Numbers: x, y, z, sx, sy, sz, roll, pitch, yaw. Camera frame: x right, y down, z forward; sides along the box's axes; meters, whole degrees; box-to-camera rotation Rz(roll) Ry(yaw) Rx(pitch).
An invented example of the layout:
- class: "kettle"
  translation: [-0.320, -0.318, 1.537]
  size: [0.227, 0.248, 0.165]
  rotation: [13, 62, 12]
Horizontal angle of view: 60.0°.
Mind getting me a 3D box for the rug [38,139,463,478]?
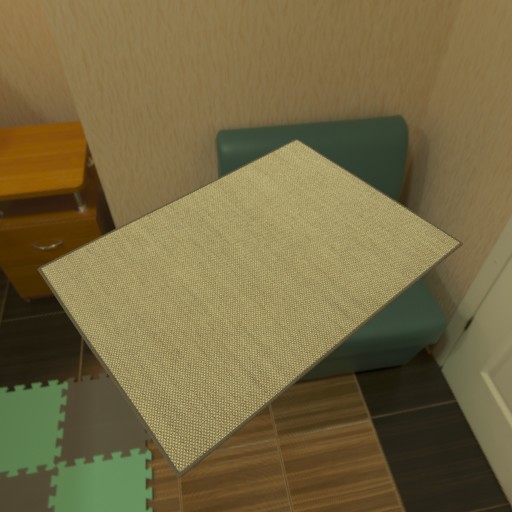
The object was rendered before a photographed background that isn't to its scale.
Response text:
- class: "rug"
  translation: [0.000, 0.000, 2.709]
  size: [2.133, 0.012, 1.523]
  rotation: [-32, 55, -26]
